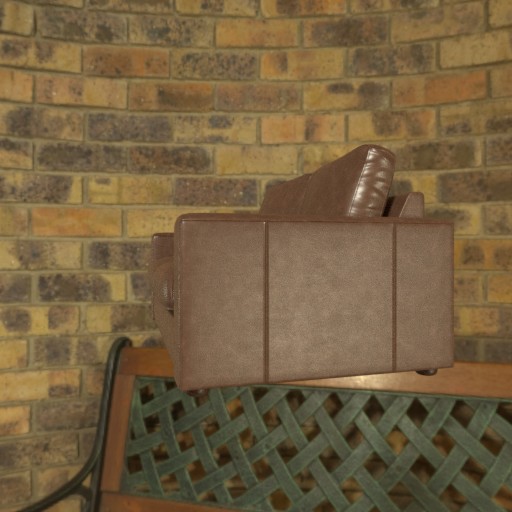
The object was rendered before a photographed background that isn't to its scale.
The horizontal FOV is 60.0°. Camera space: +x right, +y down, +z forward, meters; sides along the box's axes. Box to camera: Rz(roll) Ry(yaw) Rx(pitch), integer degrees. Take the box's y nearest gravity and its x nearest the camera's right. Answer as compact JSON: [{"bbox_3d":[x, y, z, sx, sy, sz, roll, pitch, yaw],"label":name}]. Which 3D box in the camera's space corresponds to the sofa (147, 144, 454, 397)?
[{"bbox_3d":[0.000,0.000,2.208,1.016,0.873,1.616,0,0,-16],"label":"sofa"}]
